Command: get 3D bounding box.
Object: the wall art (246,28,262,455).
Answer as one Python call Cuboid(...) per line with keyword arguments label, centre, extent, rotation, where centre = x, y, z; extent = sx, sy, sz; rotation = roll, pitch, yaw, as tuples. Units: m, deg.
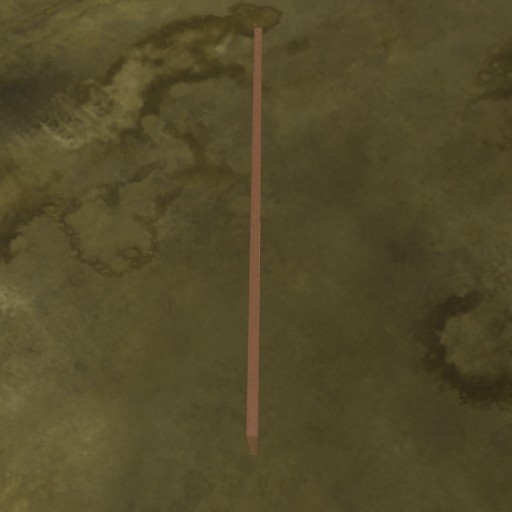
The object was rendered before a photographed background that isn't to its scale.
Cuboid(label="wall art", centre=(0.000, 0.000, 0.827), extent=(0.014, 0.455, 0.660), rotation=(1, 64, 0))
